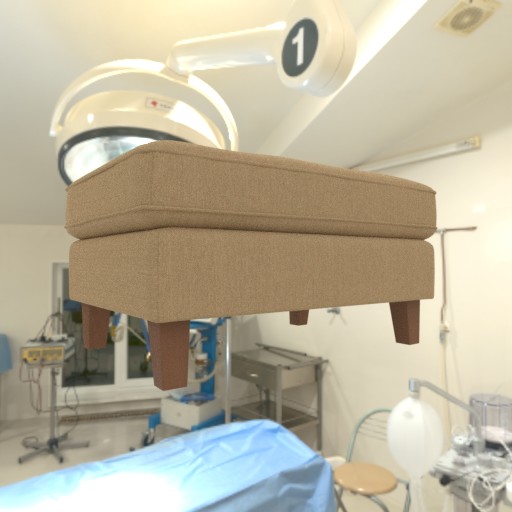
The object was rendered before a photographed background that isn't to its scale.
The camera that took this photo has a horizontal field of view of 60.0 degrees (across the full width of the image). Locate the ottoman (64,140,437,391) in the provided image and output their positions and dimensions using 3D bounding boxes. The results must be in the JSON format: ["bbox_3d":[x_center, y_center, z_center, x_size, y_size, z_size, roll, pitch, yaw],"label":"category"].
[{"bbox_3d":[0.000,0.000,1.301,0.945,0.521,0.636,1,-1,-36],"label":"ottoman"}]
